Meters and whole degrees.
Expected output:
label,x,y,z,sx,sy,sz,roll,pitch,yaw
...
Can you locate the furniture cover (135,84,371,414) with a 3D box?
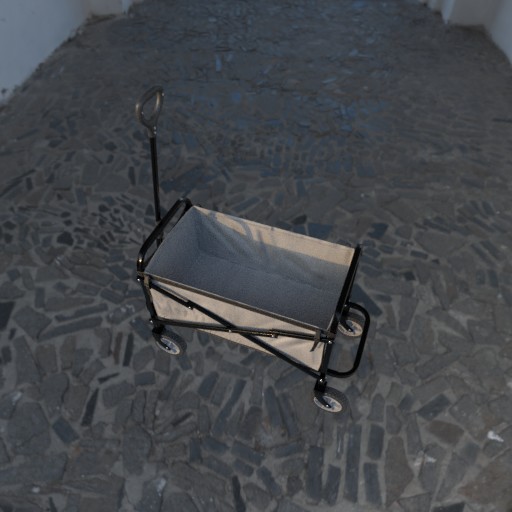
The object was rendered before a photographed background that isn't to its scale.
label,x,y,z,sx,sy,sz,roll,pitch,yaw
furniture cover,0.000,0.000,1.815,1.038,1.295,0.532,16,49,14
